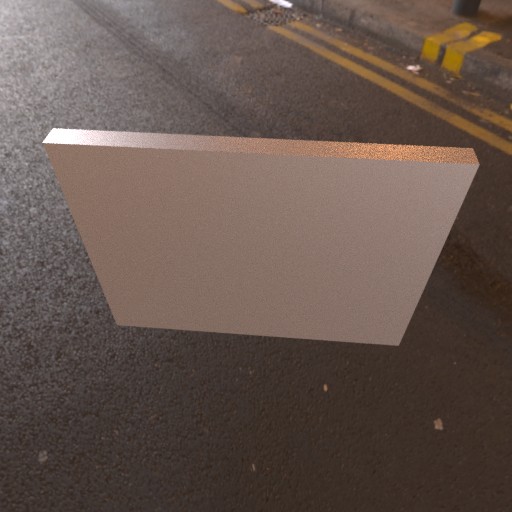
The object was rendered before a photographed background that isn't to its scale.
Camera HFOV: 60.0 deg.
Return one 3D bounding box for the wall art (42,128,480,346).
[{"bbox_3d":[0.000,0.000,1.385,1.056,0.801,0.066,4,47,3],"label":"wall art"}]
